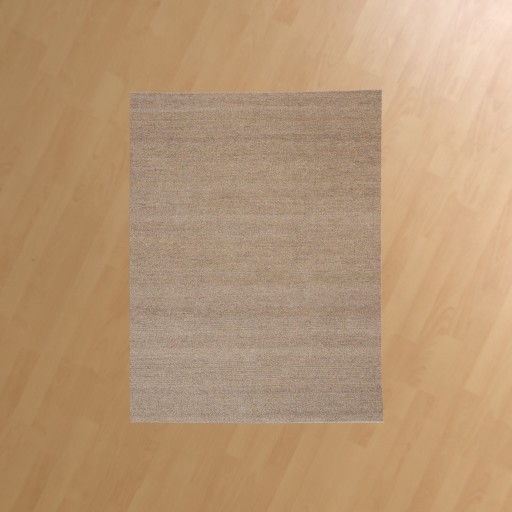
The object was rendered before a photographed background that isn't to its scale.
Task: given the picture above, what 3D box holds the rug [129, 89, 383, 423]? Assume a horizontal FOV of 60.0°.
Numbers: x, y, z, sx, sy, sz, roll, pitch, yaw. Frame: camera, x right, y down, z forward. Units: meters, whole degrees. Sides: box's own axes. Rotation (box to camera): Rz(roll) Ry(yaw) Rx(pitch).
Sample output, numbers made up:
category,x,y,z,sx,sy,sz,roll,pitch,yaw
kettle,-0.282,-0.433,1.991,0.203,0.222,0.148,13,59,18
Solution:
category,x,y,z,sx,sy,sz,roll,pitch,yaw
rug,0.000,0.000,4.307,2.467,0.046,3.245,0,90,0
